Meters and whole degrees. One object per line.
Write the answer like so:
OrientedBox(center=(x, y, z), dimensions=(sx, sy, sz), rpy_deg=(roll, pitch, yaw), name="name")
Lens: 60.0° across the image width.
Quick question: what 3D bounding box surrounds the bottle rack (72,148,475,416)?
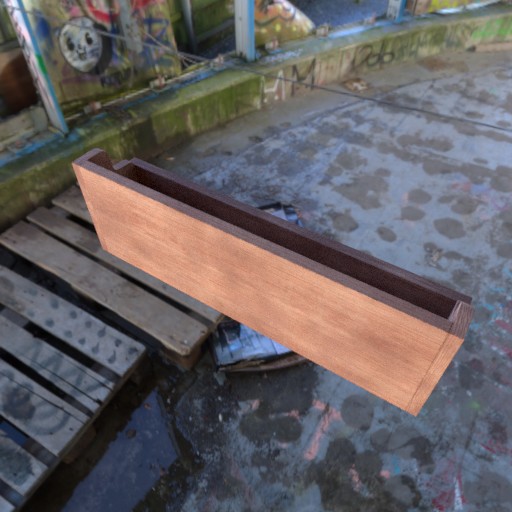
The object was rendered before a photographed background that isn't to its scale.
OrientedBox(center=(0.000, 0.000, 0.694), dimensions=(0.608, 0.196, 0.126), rpy_deg=(25, 52, 21), name="bottle rack")
